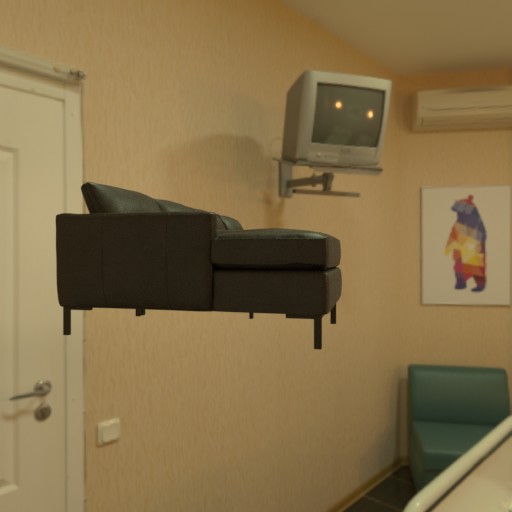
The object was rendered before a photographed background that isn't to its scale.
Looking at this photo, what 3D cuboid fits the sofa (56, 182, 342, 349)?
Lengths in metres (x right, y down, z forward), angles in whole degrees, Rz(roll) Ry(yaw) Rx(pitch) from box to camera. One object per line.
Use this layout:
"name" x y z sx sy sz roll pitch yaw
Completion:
"sofa" 0.000 0.000 3.636 1.471 0.859 2.993 0 0 15
